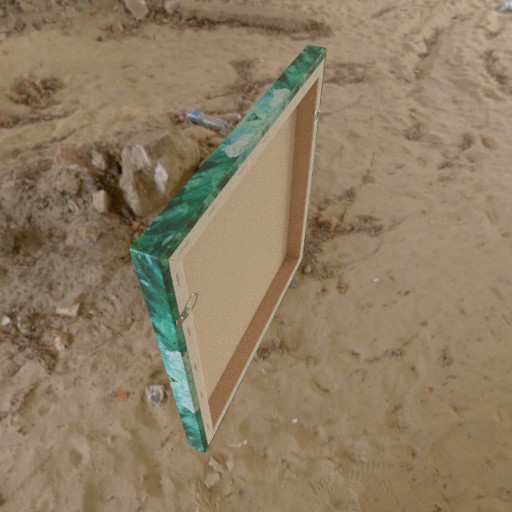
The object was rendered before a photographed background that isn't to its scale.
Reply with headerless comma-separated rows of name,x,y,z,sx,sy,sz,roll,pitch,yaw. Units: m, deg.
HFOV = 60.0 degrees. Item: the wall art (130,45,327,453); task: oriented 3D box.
wall art,0.000,0.000,0.750,0.038,0.508,0.507,18,50,16
